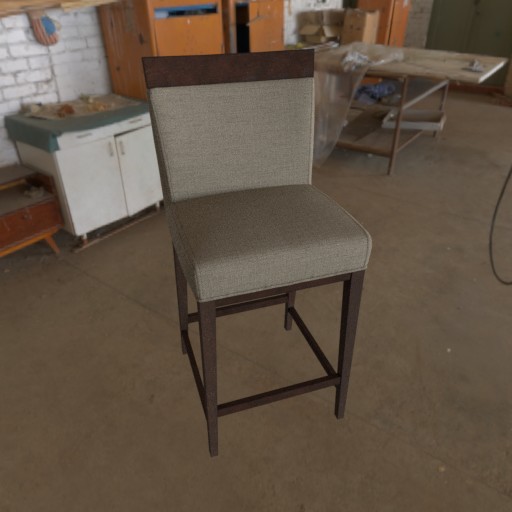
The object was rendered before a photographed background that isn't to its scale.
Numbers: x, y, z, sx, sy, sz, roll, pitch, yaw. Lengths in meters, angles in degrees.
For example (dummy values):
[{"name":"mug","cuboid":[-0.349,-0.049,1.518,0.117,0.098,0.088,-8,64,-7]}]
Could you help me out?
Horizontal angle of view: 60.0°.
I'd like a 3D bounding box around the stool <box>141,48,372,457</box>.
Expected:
[{"name":"stool","cuboid":[0.000,0.000,1.389,0.511,1.117,0.531,-10,34,-16]}]
